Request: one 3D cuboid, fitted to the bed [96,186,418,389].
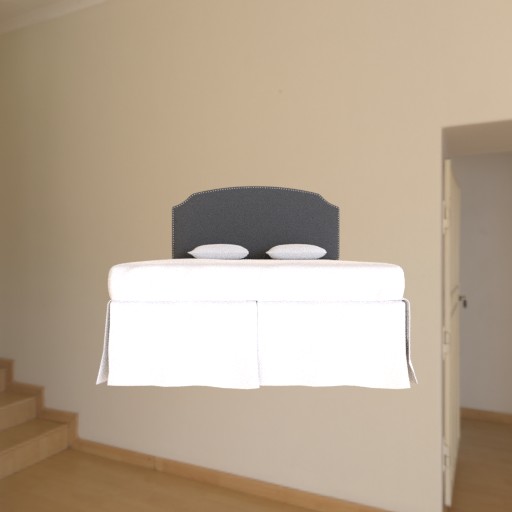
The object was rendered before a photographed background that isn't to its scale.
[{"bbox_3d":[0.000,0.000,3.084,1.558,1.270,1.999,0,0,0],"label":"bed"}]
